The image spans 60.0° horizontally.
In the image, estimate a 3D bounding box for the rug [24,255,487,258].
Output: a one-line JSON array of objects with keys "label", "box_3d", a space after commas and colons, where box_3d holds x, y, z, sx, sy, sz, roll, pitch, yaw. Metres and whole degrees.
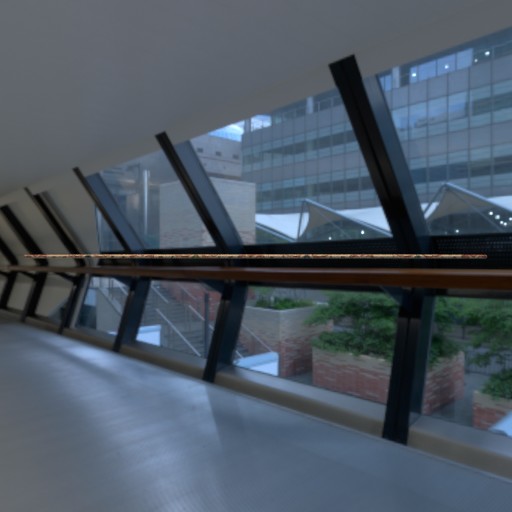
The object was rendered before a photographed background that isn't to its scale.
[{"label": "rug", "box_3d": [0.000, 0.000, 2.365, 1.838, 0.013, 1.226, 0, 0, 1]}]
